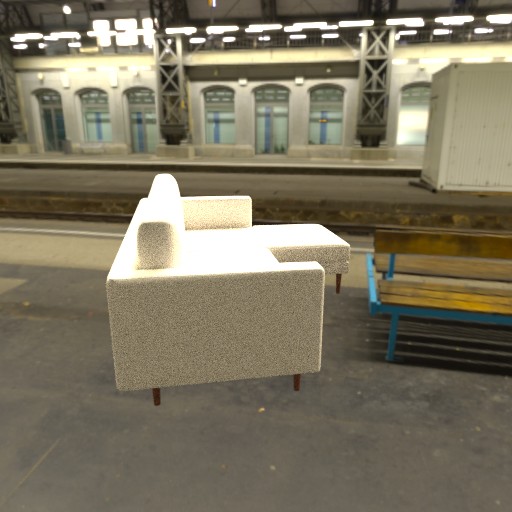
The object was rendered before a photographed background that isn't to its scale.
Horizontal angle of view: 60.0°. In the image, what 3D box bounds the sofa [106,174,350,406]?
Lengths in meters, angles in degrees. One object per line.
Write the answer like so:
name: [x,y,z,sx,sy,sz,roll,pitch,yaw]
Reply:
sofa: [0.000,0.000,2.887,1.580,0.899,2.029,-3,17,-10]
